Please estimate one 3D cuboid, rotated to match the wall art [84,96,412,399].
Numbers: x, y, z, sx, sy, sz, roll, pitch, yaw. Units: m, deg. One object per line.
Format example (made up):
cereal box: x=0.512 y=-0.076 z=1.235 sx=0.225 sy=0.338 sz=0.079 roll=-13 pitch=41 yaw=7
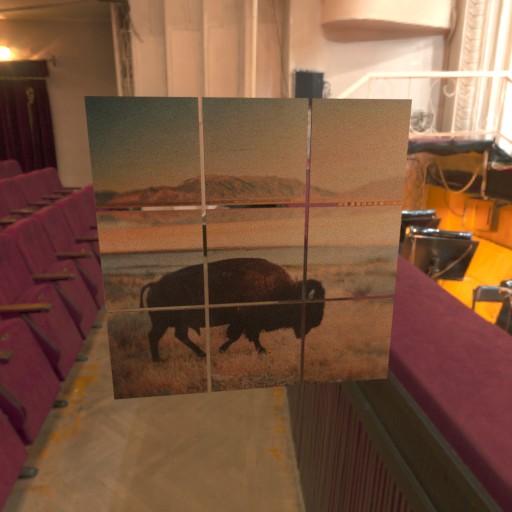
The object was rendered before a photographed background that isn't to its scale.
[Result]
wall art: x=0.000 y=0.000 z=2.274 sx=1.533 sy=1.532 sz=0.019 roll=-2 pitch=16 yaw=-8
